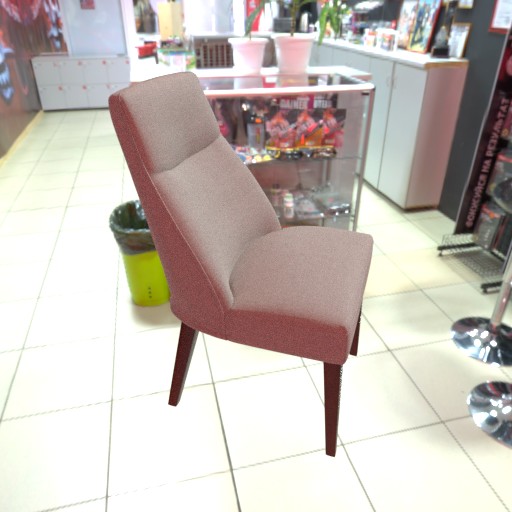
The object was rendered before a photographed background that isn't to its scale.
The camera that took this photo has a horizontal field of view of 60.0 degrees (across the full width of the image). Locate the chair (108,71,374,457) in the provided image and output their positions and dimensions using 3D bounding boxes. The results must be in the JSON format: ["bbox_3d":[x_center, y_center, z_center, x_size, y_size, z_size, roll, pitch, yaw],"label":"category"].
[{"bbox_3d":[0.000,0.000,1.265,0.620,0.930,0.500,10,32,16],"label":"chair"}]
